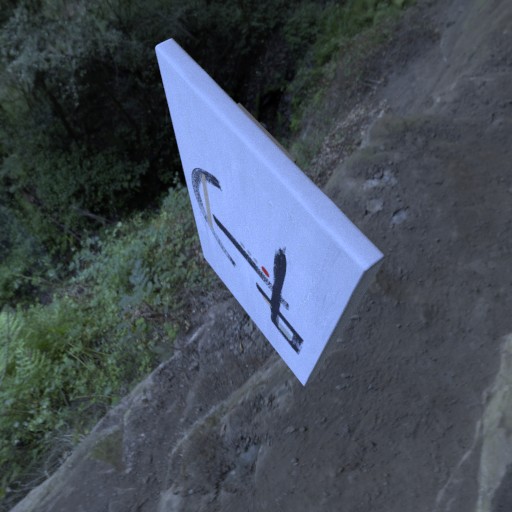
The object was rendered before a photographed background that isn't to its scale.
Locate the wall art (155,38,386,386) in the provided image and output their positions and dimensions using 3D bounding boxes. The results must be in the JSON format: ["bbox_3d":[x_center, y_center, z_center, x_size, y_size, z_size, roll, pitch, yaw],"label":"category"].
[{"bbox_3d":[0.000,0.000,1.168,0.048,0.916,0.602,-34,68,-16],"label":"wall art"}]
